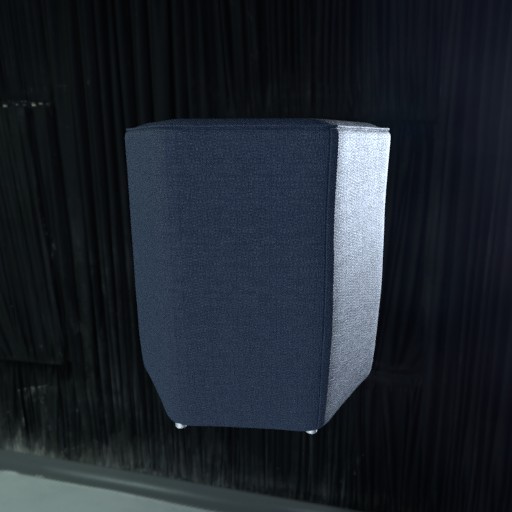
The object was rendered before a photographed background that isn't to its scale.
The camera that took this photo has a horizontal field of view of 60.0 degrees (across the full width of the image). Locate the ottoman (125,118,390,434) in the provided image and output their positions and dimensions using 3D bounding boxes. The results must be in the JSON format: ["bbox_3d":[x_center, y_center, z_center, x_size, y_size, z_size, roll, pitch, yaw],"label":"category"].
[{"bbox_3d":[0.000,0.000,0.877,0.492,0.505,0.454,2,15,8],"label":"ottoman"}]
